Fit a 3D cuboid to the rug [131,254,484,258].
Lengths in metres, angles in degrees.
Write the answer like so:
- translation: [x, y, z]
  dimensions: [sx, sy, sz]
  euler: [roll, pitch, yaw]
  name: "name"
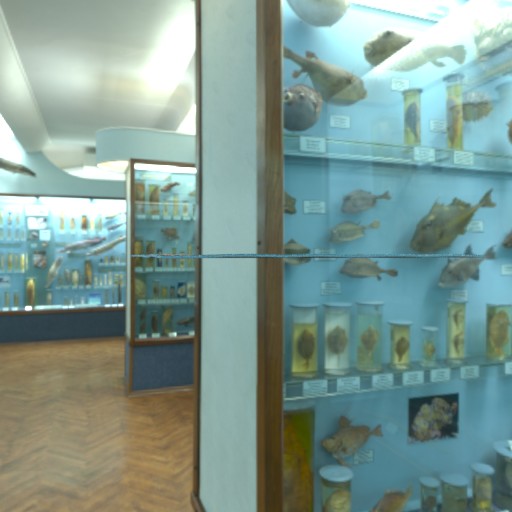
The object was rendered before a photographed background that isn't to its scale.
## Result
- translation: [0.000, 0.000, 2.334]
  dimensions: [1.195, 0.014, 1.847]
  euler: [0, 0, -18]
  name: "rug"
